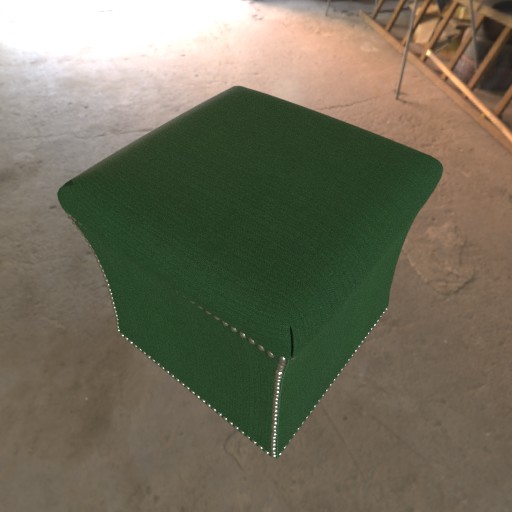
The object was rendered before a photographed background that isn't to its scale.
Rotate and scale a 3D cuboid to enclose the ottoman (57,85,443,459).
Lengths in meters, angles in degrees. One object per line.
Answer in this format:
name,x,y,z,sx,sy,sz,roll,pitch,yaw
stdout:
ottoman,0.000,0.000,0.909,0.507,0.475,0.497,30,54,25
